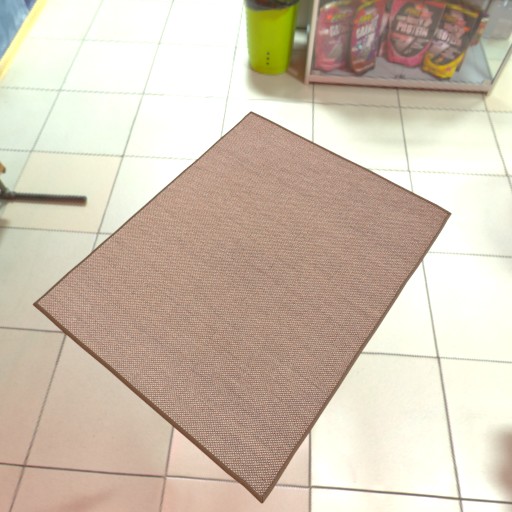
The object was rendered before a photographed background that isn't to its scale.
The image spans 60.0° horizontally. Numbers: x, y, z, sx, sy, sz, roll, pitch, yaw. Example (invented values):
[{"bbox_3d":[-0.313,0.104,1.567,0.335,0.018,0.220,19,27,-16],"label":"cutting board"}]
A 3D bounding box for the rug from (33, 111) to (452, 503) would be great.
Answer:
[{"bbox_3d":[0.000,0.000,3.955,2.413,0.020,3.041,33,63,19],"label":"rug"}]
